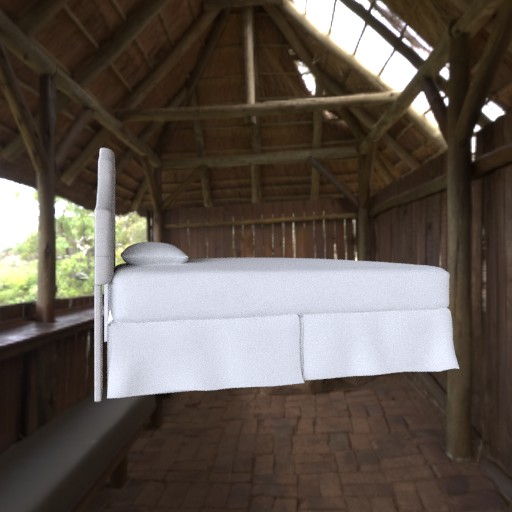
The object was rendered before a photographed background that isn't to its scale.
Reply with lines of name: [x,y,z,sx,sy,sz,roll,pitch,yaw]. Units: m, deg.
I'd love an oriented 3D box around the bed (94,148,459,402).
bed: [0.000,0.000,3.748,2.477,1.617,2.039,0,0,-17]
